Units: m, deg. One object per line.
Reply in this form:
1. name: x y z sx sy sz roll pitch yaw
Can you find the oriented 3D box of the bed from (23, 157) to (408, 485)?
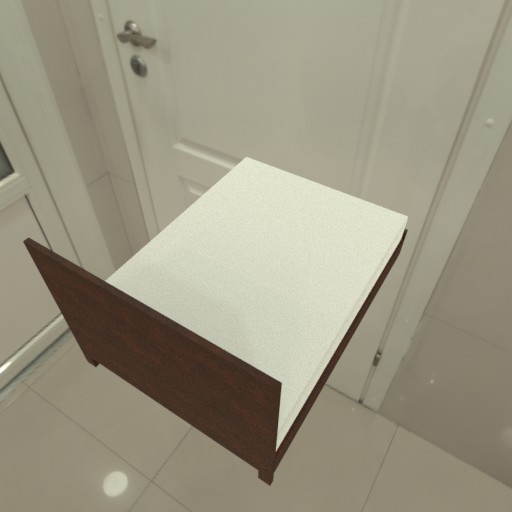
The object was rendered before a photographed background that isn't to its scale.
1. bed: 0.000 0.000 3.198 1.600 1.270 2.184 25 51 22
